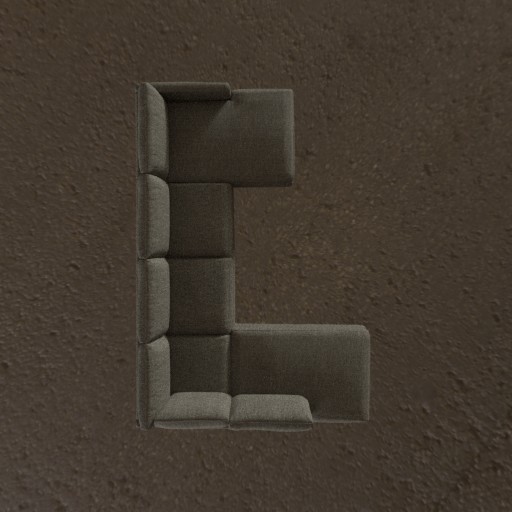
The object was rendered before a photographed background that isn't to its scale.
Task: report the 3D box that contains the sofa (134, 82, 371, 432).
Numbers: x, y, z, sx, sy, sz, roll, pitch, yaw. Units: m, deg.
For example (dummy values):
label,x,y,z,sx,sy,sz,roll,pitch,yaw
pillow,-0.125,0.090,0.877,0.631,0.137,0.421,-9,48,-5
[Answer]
label,x,y,z,sx,sy,sz,roll,pitch,yaw
sofa,0.000,0.000,3.608,1.879,0.756,2.737,0,90,0
